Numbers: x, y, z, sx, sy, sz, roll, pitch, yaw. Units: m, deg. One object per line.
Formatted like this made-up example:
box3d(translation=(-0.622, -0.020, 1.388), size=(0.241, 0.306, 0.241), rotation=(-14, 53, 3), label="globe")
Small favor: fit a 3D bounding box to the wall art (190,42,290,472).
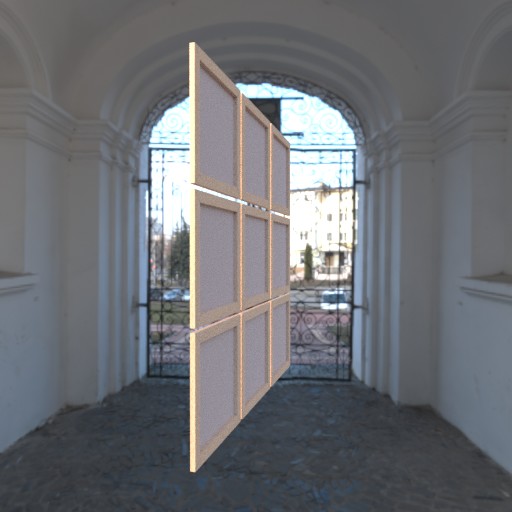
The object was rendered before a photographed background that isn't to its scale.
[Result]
box3d(translation=(0.000, 0.000, 1.827), size=(0.016, 1.207, 1.217), rotation=(0, 1, 17), label="wall art")
